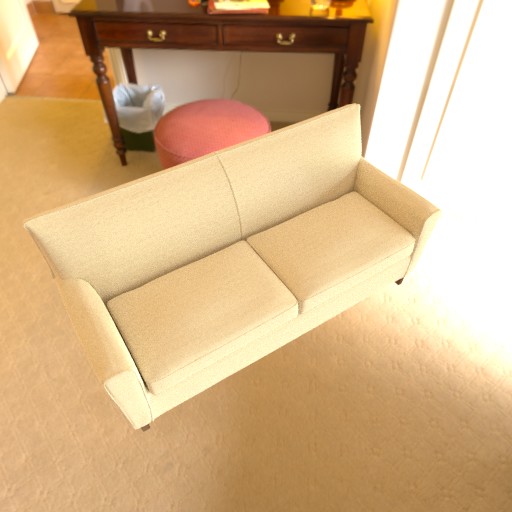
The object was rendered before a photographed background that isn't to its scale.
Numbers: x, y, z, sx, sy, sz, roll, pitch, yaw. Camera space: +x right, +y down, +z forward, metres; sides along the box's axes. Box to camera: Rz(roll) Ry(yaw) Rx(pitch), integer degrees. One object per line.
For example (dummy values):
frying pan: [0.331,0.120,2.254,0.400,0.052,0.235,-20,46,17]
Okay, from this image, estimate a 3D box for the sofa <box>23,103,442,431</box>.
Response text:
sofa: [0.000,0.000,2.455,2.001,0.907,0.841,-25,52,-22]
